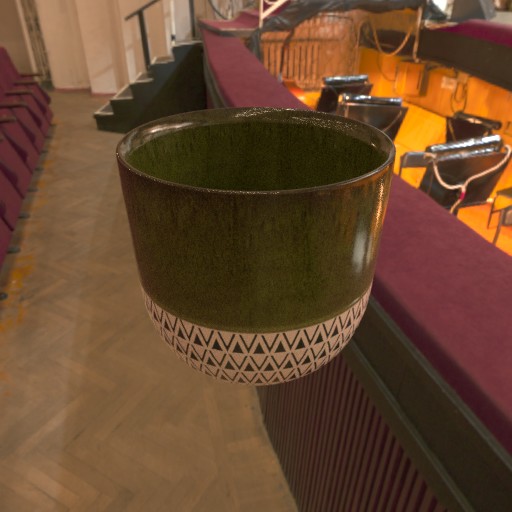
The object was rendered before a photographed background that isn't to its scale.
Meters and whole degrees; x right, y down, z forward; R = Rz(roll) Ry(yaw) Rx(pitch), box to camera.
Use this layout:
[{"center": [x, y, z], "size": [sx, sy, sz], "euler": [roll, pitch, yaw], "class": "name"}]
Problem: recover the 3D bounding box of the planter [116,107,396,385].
[{"center": [0.000, 0.000, 0.504], "size": [0.266, 0.270, 0.266], "euler": [0, 32, 0], "class": "planter"}]
